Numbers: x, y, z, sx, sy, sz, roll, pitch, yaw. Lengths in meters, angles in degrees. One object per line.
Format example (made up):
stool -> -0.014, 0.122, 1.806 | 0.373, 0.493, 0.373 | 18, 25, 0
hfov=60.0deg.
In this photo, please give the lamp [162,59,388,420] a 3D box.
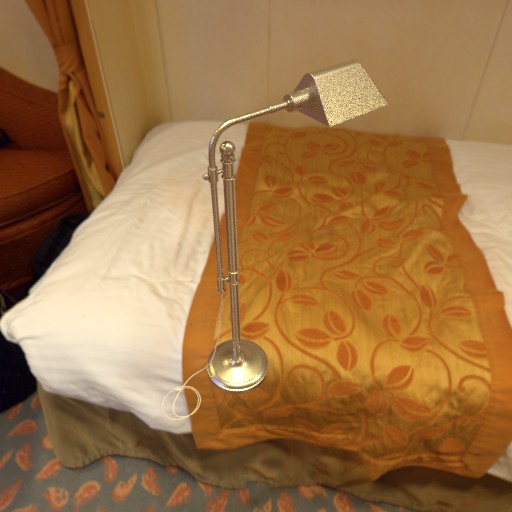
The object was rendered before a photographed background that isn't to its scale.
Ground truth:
lamp -> 0.000, 0.000, 0.939 | 0.546, 0.708, 0.159 | -26, 48, -27
